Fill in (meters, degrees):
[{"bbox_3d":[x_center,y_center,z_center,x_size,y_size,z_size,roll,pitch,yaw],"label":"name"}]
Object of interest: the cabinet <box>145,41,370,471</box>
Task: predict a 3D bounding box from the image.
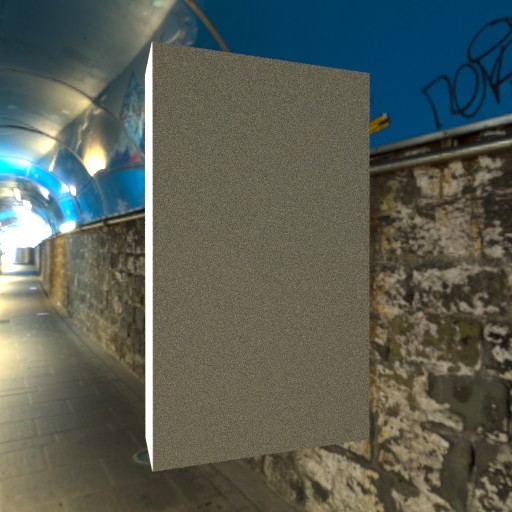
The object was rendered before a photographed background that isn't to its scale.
[{"bbox_3d":[0.000,0.000,2.639,1.250,2.160,0.480,0,0,-18],"label":"cabinet"}]
